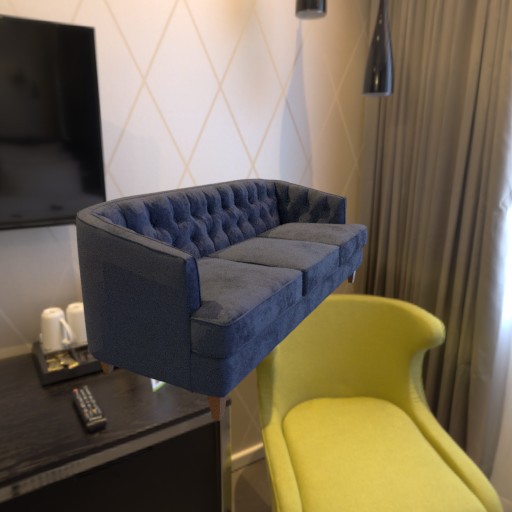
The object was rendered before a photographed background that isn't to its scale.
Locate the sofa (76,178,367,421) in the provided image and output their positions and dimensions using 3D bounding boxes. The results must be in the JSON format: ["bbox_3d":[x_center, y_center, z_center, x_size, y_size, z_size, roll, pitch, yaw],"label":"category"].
[{"bbox_3d":[0.000,0.000,2.837,0.941,0.855,2.278,7,16,26],"label":"sofa"}]
